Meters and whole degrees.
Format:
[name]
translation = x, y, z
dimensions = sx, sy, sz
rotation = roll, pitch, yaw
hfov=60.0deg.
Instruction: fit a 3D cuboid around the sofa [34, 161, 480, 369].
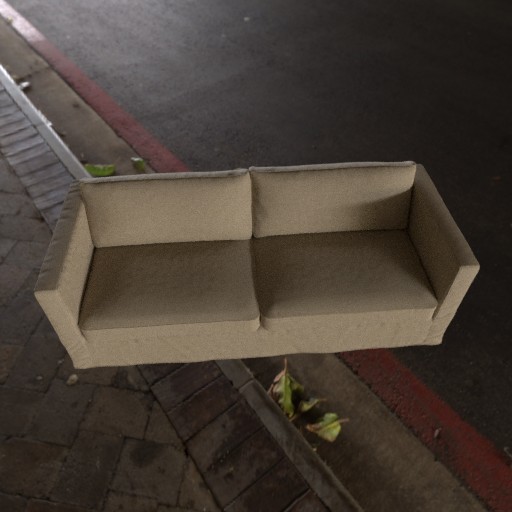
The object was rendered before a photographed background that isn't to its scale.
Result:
[sofa]
translation = 0.000, 0.000, 2.727
dimensions = 2.296, 0.847, 0.956
rotation = -3, 47, -3
